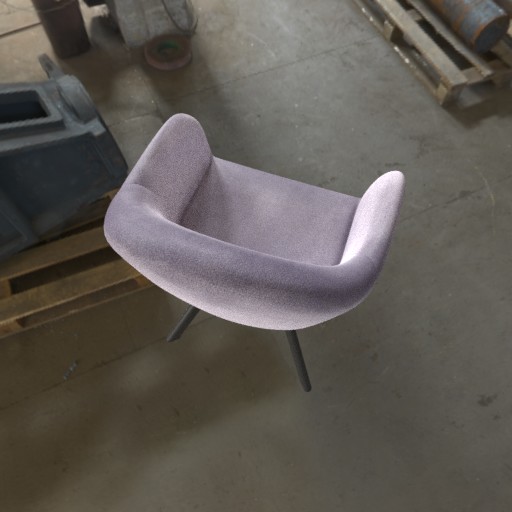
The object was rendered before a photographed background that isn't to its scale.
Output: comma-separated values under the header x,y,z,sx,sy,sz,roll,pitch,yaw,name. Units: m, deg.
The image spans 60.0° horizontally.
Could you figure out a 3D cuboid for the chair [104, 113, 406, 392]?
x,y,z,sx,sy,sz,roll,pitch,yaw,name
0.000,0.000,1.103,0.570,0.780,0.540,18,63,9,chair
